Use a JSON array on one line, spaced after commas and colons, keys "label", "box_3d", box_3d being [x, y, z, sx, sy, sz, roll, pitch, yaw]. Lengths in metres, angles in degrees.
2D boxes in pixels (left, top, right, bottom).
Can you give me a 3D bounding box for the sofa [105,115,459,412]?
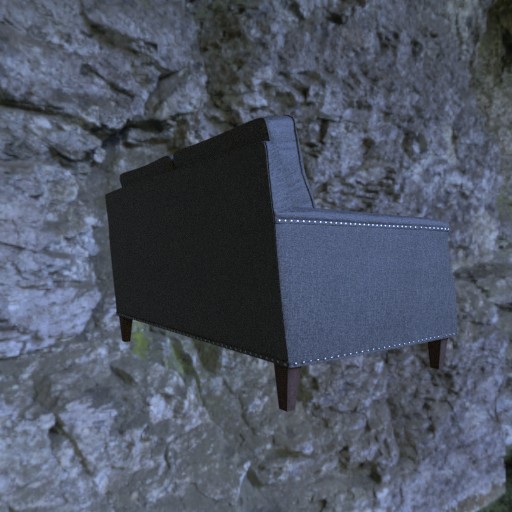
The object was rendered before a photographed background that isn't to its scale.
[{"label": "sofa", "box_3d": [0.000, 0.000, 2.271, 1.084, 1.003, 1.597, 0, 0, -37]}]
